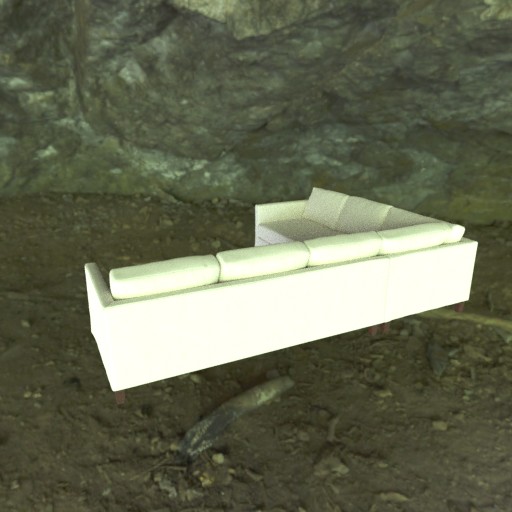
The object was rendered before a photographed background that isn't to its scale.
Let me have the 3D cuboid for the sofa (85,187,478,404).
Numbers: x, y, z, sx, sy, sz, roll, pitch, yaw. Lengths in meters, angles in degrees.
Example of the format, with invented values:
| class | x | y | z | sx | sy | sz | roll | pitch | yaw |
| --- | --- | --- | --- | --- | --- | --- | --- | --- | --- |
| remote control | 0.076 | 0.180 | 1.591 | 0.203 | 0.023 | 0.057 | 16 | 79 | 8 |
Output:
| class | x | y | z | sx | sy | sz | roll | pitch | yaw |
| --- | --- | --- | --- | --- | --- | --- | --- | --- | --- |
| sofa | 0.000 | 0.000 | 4.314 | 3.182 | 0.863 | 2.432 | -9 | 19 | -25 |
